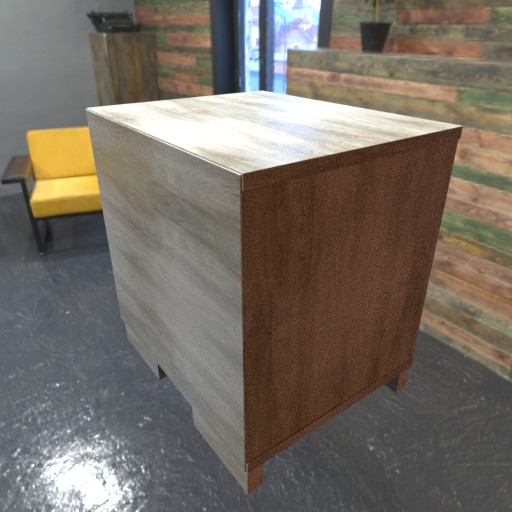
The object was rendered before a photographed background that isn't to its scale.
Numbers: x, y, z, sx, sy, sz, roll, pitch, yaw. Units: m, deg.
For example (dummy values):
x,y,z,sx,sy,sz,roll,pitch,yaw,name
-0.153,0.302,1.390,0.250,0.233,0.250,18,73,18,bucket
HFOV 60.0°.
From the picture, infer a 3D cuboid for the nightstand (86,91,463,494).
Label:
x,y,z,sx,sy,sz,roll,pitch,yaw,name
0.000,0.000,0.732,0.347,0.448,0.427,-19,33,-32,nightstand
